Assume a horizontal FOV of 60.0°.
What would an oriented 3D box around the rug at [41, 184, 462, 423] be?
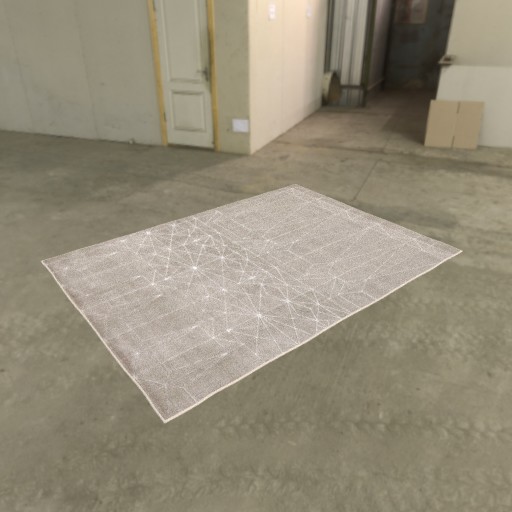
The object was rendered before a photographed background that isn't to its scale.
[{"bbox_3d":[0.000,0.000,4.348,3.357,0.019,2.449,-22,36,-33],"label":"rug"}]
